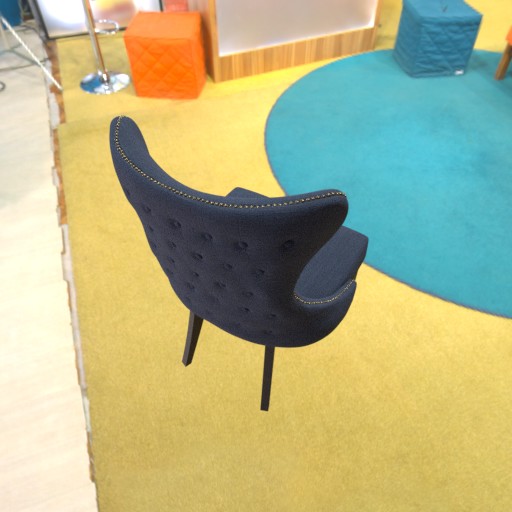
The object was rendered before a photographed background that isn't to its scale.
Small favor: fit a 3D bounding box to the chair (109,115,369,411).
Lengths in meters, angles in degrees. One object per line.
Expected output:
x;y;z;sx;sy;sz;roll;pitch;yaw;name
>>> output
0.000;0.000;1.389;0.628;0.967;0.635;24;52;20;chair
